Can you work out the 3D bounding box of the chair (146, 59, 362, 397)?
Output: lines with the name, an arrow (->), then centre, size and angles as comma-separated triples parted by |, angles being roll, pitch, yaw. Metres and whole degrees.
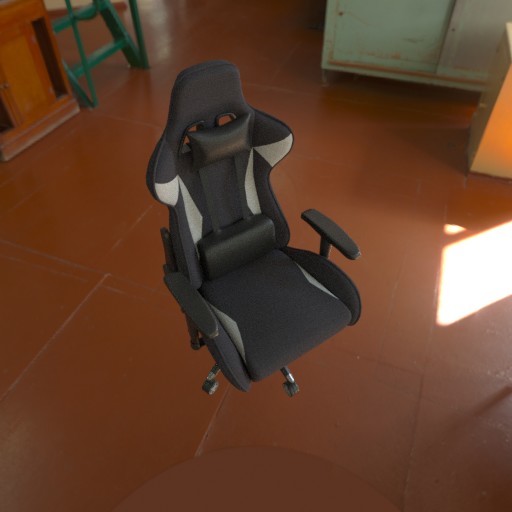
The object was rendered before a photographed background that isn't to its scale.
chair -> 0.000, 0.000, 1.737 | 0.730, 1.300, 0.695 | -26, 51, -24
